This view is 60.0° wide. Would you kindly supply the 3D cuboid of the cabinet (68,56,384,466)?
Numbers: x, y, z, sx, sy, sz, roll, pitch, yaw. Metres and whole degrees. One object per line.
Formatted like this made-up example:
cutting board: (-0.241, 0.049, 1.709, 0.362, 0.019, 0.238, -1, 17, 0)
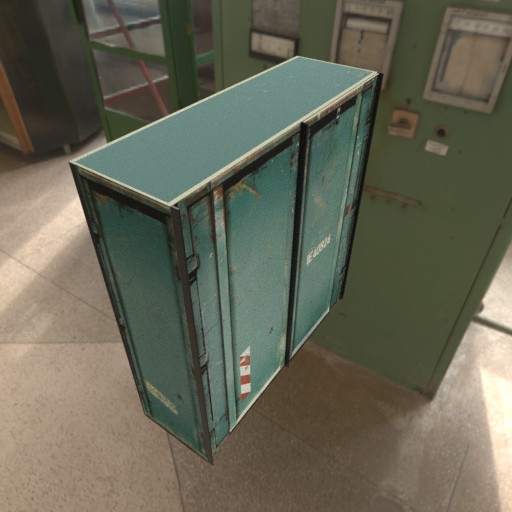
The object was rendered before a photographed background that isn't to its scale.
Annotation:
cabinet: (0.000, 0.000, 3.190, 0.680, 2.160, 2.000, 25, 46, 26)
